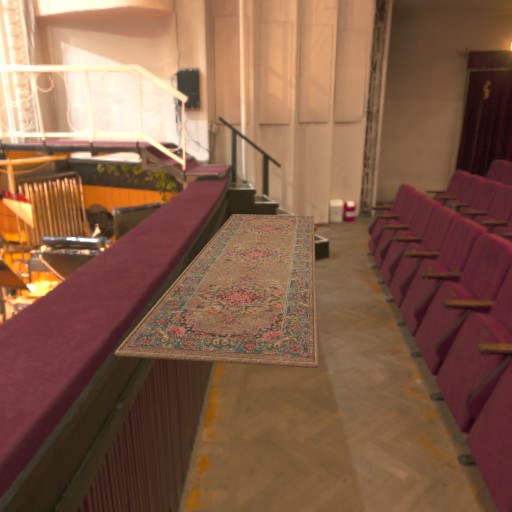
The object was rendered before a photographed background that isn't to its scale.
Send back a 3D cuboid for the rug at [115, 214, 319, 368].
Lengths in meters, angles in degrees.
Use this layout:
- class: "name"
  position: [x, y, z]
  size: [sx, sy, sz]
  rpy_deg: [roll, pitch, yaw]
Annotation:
- class: "rug"
  position: [0.000, 0.000, 2.486]
  size: [0.659, 0.019, 2.297]
  rpy_deg: [2, 17, 6]
